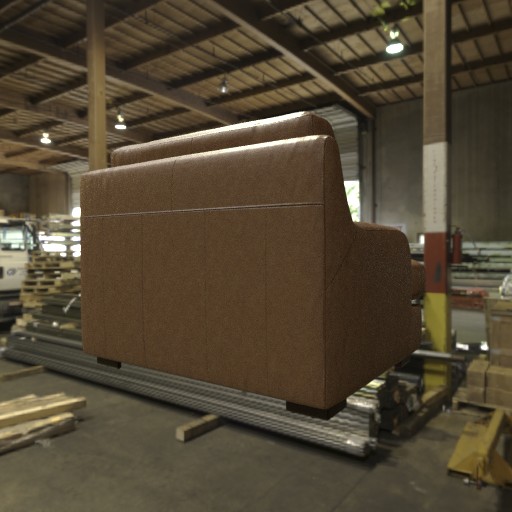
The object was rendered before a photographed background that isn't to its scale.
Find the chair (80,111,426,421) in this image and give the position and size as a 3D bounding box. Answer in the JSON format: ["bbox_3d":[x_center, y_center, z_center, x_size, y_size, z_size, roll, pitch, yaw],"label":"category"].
[{"bbox_3d":[0.000,0.000,2.008,1.276,0.978,1.050,1,2,35],"label":"chair"}]
